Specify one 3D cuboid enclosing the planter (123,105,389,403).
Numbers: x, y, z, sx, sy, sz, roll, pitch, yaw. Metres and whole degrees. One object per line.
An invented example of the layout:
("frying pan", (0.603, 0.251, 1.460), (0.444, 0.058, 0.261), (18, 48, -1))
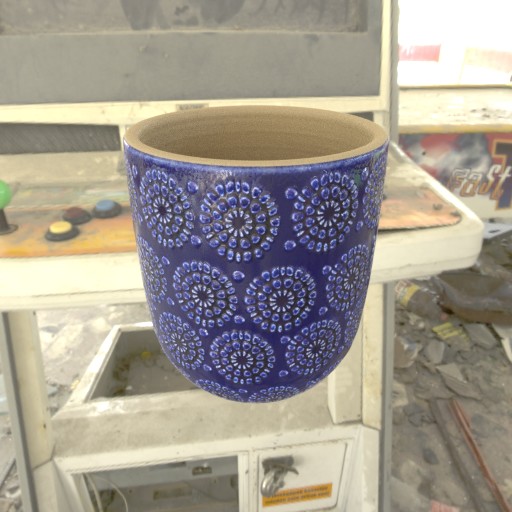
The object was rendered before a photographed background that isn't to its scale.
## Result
("planter", (0.000, 0.000, 0.360), (0.184, 0.206, 0.184), (0, 28, 0))
